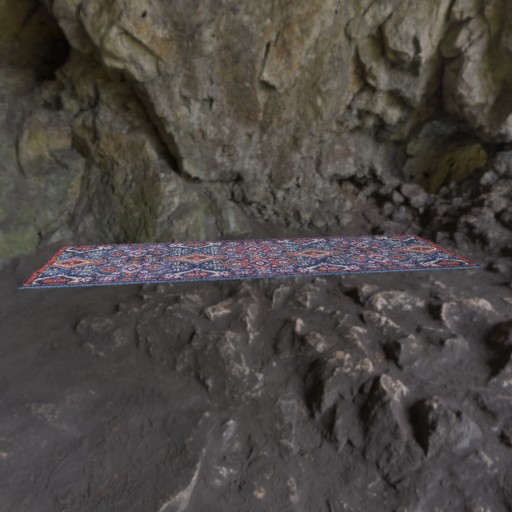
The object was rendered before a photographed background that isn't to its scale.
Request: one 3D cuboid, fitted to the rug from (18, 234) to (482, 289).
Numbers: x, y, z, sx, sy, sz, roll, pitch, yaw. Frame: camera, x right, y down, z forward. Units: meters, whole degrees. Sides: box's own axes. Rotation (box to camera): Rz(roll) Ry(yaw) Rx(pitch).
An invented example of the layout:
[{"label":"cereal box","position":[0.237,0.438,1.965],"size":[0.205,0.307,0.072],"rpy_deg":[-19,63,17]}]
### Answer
[{"label":"rug","position":[0.000,0.000,2.688],"size":[2.459,0.010,0.801],"rpy_deg":[-2,16,-8]}]
